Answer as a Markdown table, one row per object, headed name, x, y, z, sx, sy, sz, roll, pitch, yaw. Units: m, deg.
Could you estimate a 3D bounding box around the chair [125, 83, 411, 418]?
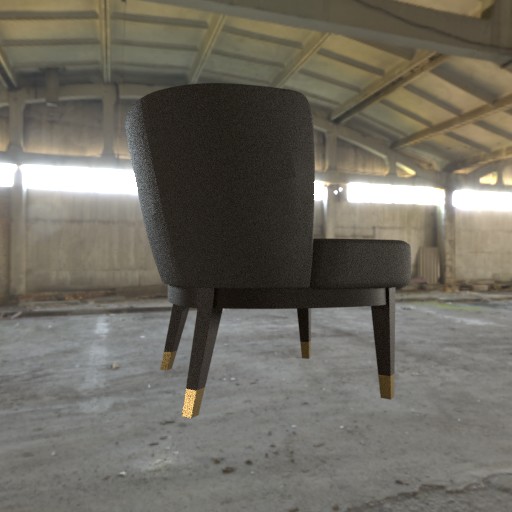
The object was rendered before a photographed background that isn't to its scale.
| name | x | y | z | sx | sy | sz | roll | pitch | yaw |
| --- | --- | --- | --- | --- | --- | --- | --- | --- | --- |
| chair | 0.000 | 0.000 | 1.230 | 0.698 | 0.695 | 0.639 | 0 | -1 | -18 |
